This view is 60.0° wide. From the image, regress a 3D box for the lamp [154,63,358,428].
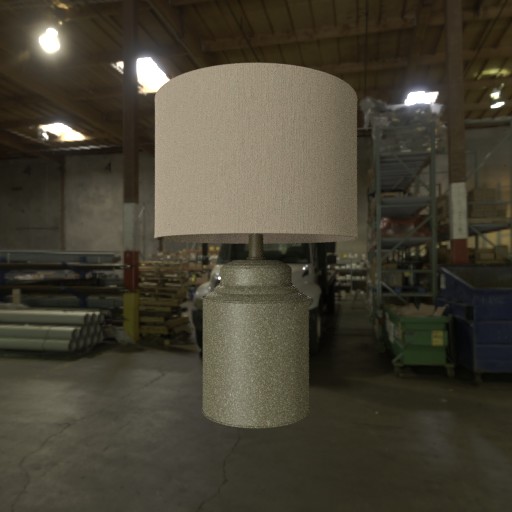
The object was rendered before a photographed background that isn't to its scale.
[{"bbox_3d":[0.000,0.000,0.711,0.318,0.486,0.318,0,-1,0],"label":"lamp"}]
